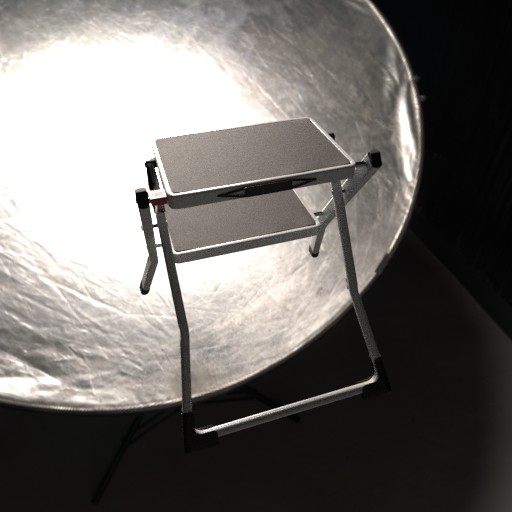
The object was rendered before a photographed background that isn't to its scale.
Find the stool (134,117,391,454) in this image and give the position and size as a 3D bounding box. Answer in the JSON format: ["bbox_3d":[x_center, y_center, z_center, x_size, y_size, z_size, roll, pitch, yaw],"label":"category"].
[{"bbox_3d":[0.000,0.000,0.885,0.485,0.445,0.490,-12,43,-13],"label":"stool"}]
